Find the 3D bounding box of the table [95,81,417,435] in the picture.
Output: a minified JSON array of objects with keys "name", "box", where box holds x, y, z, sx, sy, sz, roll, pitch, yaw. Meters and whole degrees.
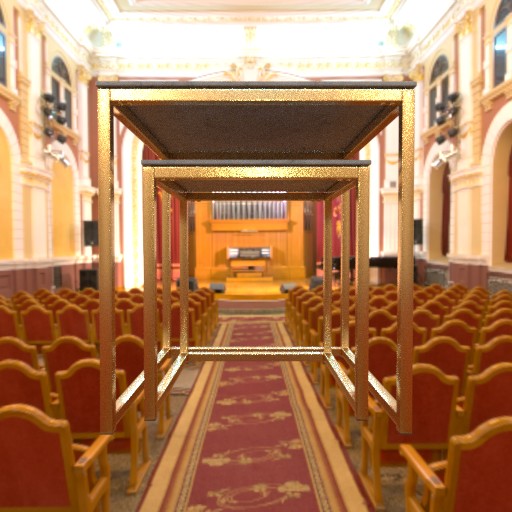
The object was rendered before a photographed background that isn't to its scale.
[{"name":"table","box":[0.000,0.000,0.850,0.450,0.500,0.450,0,1,0]}]
